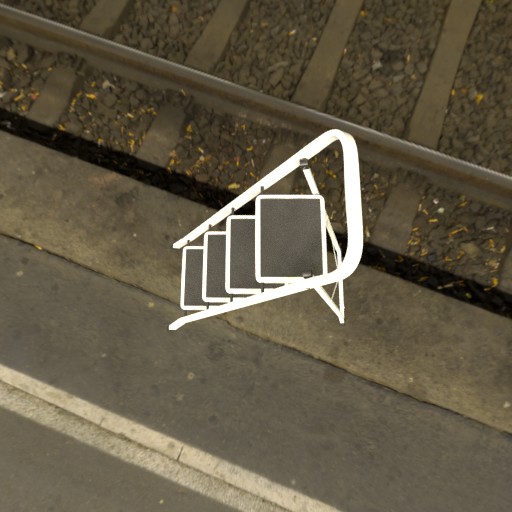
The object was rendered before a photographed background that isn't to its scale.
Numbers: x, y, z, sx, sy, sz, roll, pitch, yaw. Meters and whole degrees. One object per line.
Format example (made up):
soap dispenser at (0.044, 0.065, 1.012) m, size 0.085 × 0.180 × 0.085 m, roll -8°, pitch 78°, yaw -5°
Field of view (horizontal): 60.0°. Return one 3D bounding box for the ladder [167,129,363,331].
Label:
ladder at (0.000, 0.000, 1.715) m, size 0.914 × 1.265 × 0.460 m, roll 0°, pitch 75°, yaw 0°
